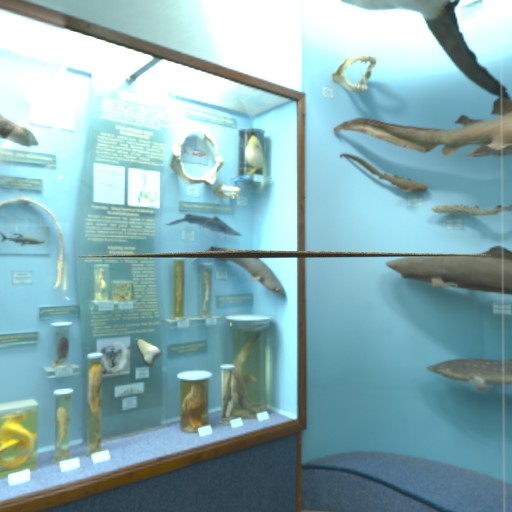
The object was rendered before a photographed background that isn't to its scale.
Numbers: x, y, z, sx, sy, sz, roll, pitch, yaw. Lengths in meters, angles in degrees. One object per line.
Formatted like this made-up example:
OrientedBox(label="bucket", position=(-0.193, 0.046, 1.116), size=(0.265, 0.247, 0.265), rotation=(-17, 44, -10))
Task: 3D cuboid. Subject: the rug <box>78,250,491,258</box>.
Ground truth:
OrientedBox(label="rug", position=(0.000, 0.000, 4.206), size=(2.438, 0.012, 3.200), rotation=(1, -1, -36))
